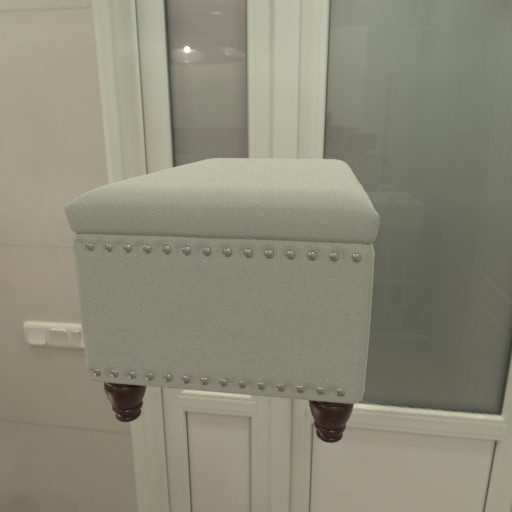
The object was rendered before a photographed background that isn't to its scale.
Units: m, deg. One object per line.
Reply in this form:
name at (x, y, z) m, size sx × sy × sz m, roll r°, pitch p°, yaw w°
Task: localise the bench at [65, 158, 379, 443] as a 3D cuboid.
bench at (0.000, 0.000, 1.152) m, size 0.500 × 0.449 × 0.887 m, roll 2°, pitch 16°, yaw 8°
